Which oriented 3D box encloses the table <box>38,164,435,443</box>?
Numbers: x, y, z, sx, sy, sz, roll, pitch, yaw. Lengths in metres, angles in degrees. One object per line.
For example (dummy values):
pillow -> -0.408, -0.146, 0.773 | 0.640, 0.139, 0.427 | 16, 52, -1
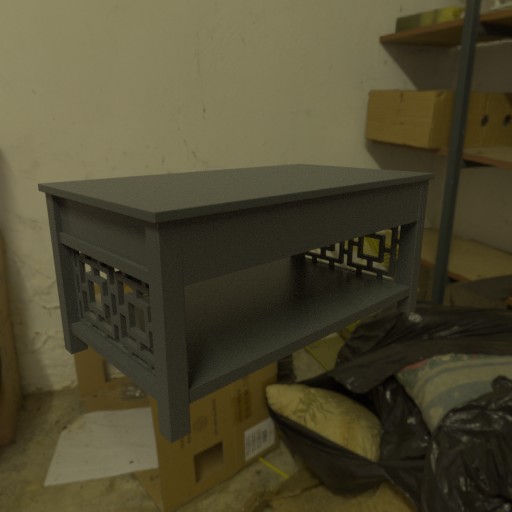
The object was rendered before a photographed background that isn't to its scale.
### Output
table -> 0.000, 0.000, 1.411 | 1.068, 0.493, 0.612 | -14, 21, -41
